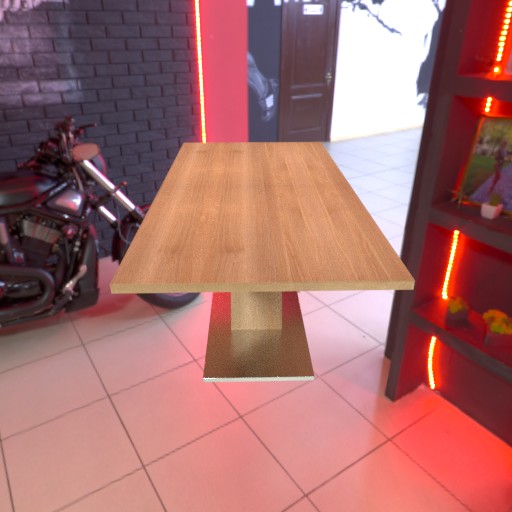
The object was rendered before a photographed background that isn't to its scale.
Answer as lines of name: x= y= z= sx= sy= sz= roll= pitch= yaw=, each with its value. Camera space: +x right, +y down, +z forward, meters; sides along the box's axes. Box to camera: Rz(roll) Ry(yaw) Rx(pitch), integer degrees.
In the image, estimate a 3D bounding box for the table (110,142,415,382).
table: x=0.000 y=0.000 z=2.276 sx=0.900 sy=0.750 sz=1.800 roll=-1 pitch=27 yaw=-1
